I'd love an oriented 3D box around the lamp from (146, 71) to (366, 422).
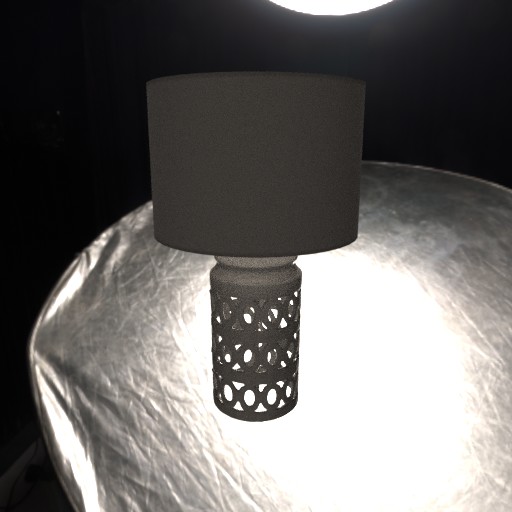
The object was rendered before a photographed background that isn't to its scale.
[{"bbox_3d":[0.000,0.000,0.699,0.310,0.502,0.310,0,15,0],"label":"lamp"}]
